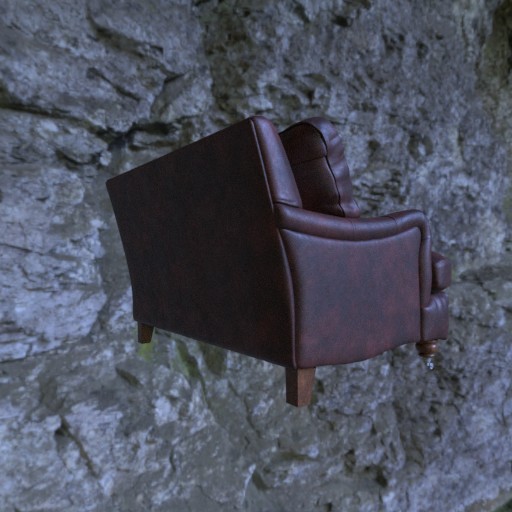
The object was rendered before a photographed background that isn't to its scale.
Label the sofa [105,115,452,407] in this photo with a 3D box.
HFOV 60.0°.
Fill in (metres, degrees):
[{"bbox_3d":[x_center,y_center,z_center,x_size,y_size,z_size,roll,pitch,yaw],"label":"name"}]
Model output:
[{"bbox_3d":[0.000,0.000,2.368,1.148,1.070,1.628,0,0,-36],"label":"sofa"}]
